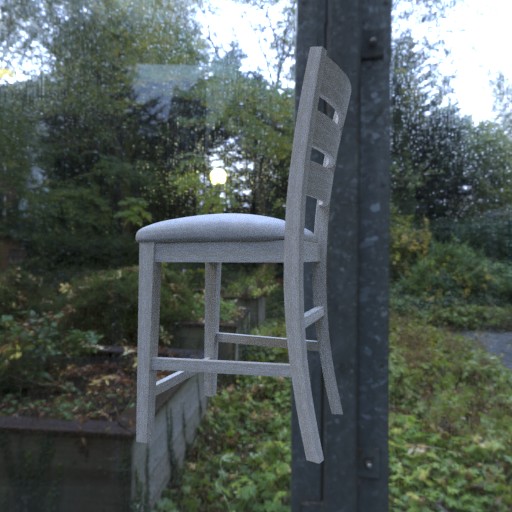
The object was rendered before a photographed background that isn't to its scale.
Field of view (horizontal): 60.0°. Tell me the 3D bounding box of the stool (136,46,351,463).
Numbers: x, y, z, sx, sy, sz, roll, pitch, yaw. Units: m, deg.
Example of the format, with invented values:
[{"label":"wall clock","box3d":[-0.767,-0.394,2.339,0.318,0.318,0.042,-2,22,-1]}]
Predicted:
[{"label":"stool","box3d":[0.000,0.000,1.359,0.569,1.032,0.484,0,0,19]}]
